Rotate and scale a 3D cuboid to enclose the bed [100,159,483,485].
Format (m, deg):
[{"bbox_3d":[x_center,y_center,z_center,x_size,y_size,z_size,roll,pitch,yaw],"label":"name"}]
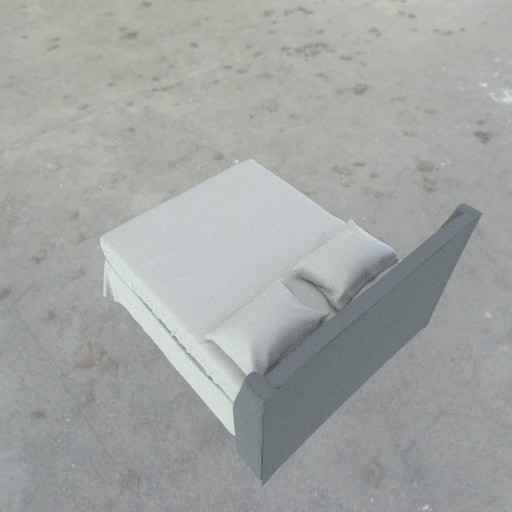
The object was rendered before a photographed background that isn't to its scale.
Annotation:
[{"bbox_3d":[0.000,0.000,3.448,1.925,1.332,2.276,-33,56,-26],"label":"bed"}]
